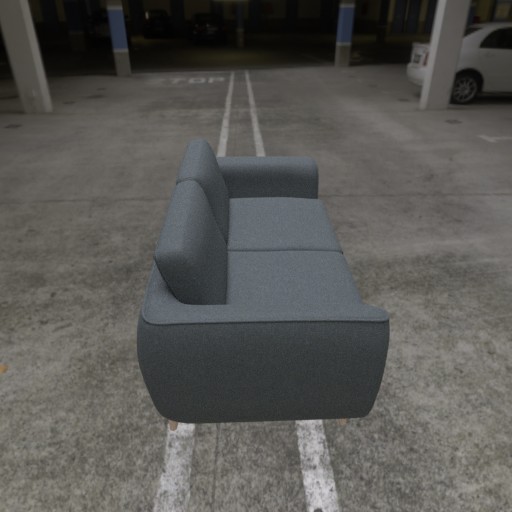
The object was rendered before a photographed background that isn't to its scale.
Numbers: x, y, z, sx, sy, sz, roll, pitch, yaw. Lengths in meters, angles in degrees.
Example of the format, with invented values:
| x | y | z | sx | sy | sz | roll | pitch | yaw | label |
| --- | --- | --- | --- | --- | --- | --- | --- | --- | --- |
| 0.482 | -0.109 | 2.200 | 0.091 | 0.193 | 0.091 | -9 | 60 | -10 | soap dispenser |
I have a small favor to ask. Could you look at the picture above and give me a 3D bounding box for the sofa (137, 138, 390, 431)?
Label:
| x | y | z | sx | sy | sz | roll | pitch | yaw | label |
| --- | --- | --- | --- | --- | --- | --- | --- | --- | --- |
| 0.000 | 0.000 | 2.252 | 0.920 | 0.850 | 1.700 | -1 | 31 | -2 | sofa |
